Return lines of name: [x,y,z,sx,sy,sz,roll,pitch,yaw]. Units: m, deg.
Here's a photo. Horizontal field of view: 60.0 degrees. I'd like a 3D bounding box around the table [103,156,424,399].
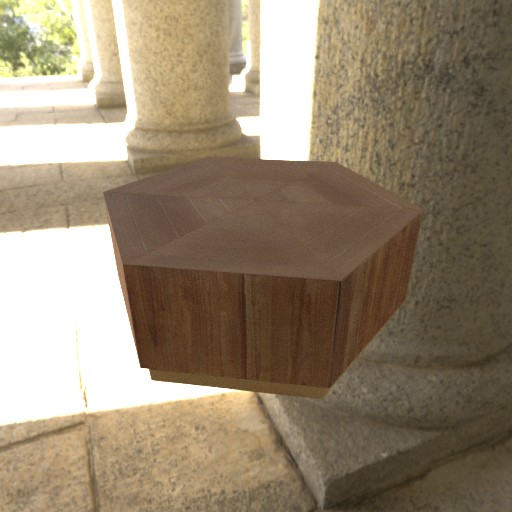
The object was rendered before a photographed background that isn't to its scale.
table: [0.000,0.000,1.693,1.000,0.456,1.154,21,35,33]
